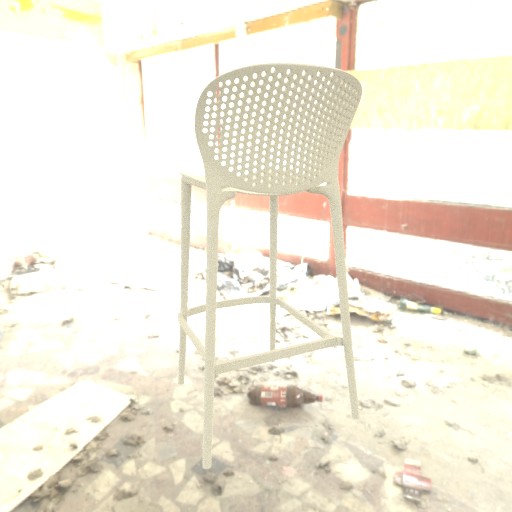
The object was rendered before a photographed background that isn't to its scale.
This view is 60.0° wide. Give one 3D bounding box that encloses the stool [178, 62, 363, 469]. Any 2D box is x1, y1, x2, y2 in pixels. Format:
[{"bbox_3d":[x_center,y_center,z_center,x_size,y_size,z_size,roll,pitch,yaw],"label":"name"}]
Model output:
[{"bbox_3d":[0.000,0.000,1.387,0.536,1.045,0.535,-7,16,-25],"label":"stool"}]
